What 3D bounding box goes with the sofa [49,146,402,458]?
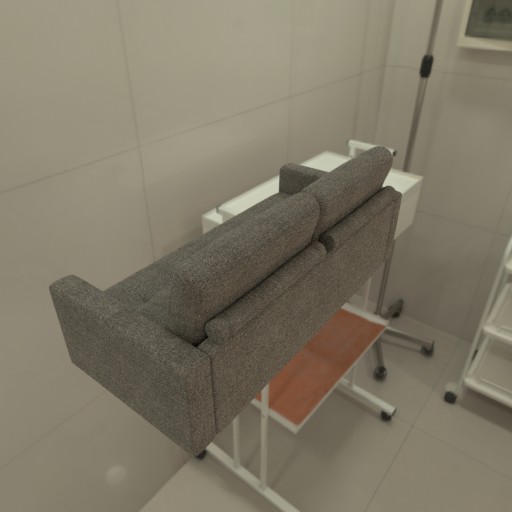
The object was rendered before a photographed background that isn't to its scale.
[{"bbox_3d":[0.000,0.000,2.342,0.863,0.902,1.821,23,39,31],"label":"sofa"}]
